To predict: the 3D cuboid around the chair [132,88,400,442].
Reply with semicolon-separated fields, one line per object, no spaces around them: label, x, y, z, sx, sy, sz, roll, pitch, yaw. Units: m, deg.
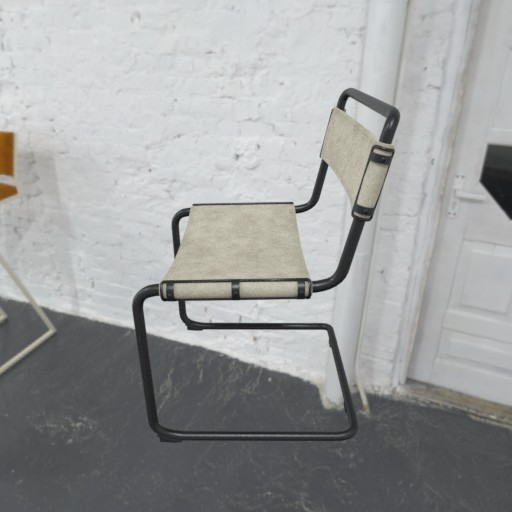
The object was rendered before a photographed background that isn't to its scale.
chair;0.000;0.000;1.091;0.497;0.747;0.499;0;26;0
